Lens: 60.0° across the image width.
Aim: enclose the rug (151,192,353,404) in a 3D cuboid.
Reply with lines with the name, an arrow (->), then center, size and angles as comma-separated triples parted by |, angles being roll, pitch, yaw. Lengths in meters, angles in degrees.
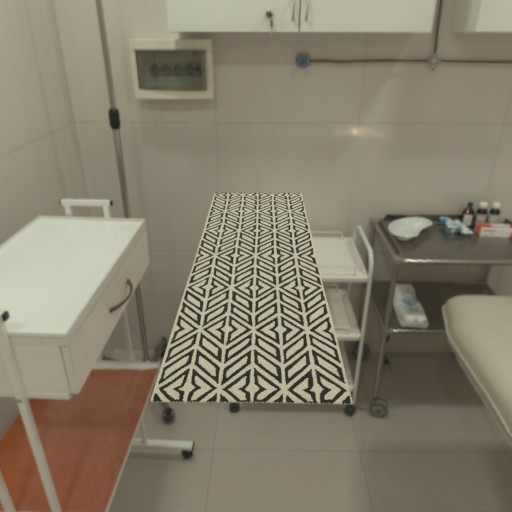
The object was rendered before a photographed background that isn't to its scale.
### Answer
rug -> 0.000, 0.000, 2.726 | 0.750, 0.009, 2.435 | 0, 26, 1
